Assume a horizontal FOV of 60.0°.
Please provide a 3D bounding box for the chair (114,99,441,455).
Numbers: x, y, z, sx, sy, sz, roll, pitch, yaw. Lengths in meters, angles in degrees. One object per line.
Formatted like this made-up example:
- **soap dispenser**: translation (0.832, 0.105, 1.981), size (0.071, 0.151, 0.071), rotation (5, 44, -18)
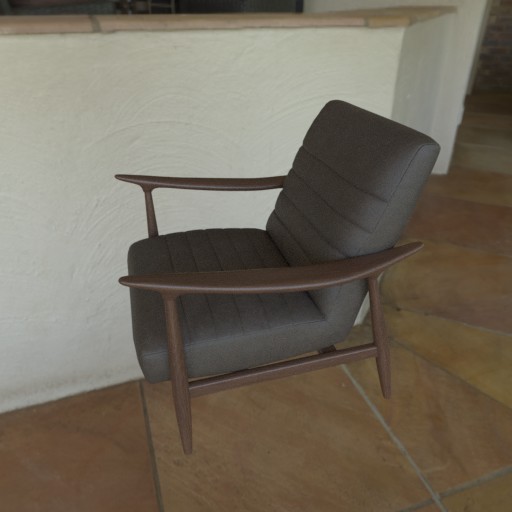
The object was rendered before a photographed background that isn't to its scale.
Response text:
- **chair**: translation (0.000, 0.000, 1.399), size (0.798, 0.831, 0.741), rotation (-8, 31, -14)
